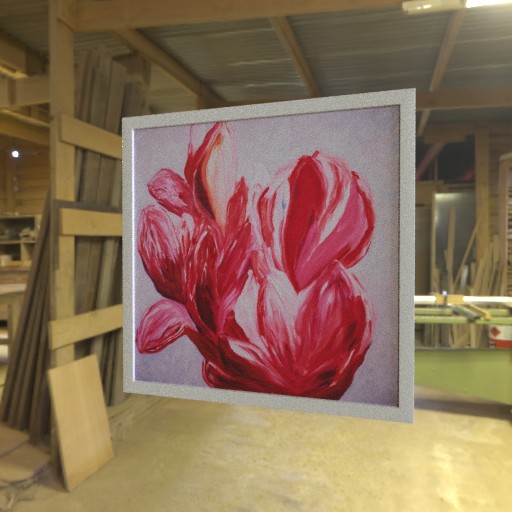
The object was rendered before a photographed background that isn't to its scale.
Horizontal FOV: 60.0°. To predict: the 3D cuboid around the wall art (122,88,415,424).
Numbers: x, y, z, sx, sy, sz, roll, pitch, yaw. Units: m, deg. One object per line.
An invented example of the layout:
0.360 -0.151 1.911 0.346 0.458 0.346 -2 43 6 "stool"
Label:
0.000 0.000 0.676 0.455 0.453 0.023 0 1 17 "wall art"
